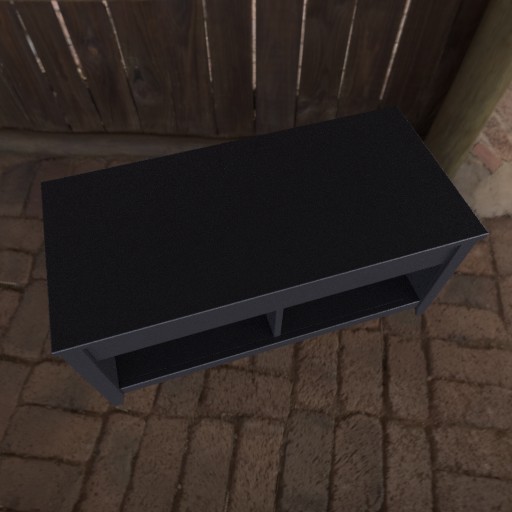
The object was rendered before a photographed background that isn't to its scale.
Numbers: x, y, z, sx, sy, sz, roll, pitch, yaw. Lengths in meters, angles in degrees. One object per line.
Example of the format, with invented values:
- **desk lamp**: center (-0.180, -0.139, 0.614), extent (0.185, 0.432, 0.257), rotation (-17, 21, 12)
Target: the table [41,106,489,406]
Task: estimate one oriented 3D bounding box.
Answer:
- **table**: center (0.000, 0.000, 1.293), extent (1.016, 0.457, 0.483), rotation (-15, 59, -9)
